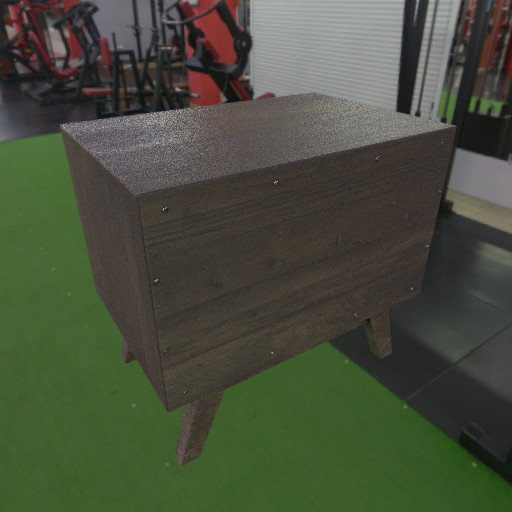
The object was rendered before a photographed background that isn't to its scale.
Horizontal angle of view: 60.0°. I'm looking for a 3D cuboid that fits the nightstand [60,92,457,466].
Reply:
[{"bbox_3d":[0.000,0.000,1.026,0.650,0.599,0.450,-18,35,-28],"label":"nightstand"}]
